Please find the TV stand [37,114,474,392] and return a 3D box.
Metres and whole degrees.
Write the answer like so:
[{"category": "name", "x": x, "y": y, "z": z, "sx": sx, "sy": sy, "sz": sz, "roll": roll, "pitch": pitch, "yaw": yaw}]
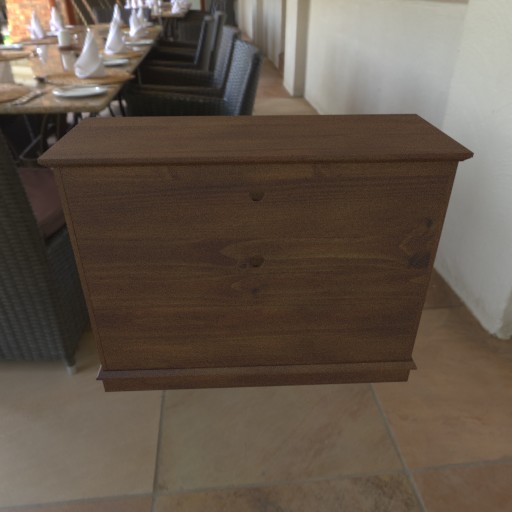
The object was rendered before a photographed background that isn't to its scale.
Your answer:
[{"category": "TV stand", "x": 0.000, "y": 0.000, "z": 1.464, "sx": 1.067, "sy": 0.813, "sz": 0.406, "roll": -1, "pitch": 31, "yaw": -2}]
